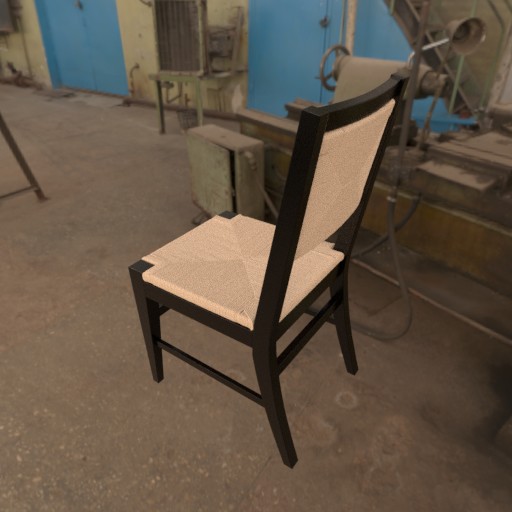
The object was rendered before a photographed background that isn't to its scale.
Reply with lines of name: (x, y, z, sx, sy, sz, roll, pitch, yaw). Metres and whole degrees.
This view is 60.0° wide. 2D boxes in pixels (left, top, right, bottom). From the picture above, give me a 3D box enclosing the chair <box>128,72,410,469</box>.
chair: (0.000, 0.000, 1.211, 0.552, 0.927, 0.437, 20, 36, 29)
